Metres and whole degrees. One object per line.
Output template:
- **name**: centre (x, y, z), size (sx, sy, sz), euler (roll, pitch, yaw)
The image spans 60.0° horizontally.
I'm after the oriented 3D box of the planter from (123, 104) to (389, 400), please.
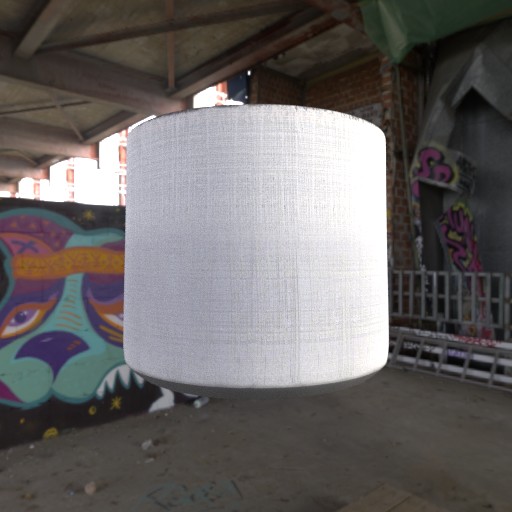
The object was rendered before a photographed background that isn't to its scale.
- **planter**: centre (0.000, 0.000, 0.443), size (0.254, 0.221, 0.254), euler (0, 0, 0)
